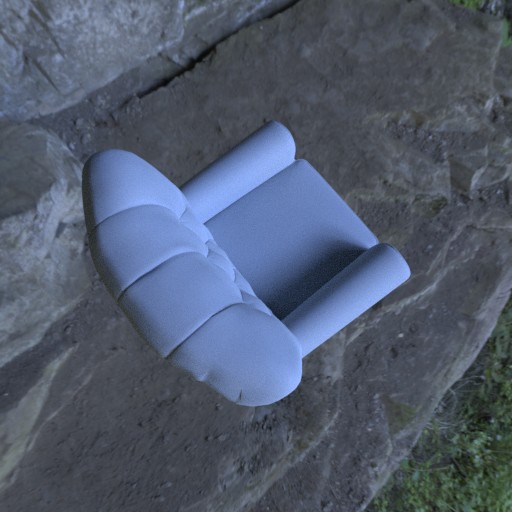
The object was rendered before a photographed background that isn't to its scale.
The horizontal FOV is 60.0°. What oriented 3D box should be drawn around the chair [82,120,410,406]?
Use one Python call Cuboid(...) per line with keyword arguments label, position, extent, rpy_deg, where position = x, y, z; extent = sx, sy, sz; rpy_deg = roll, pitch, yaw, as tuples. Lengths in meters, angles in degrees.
Cuboid(label="chair", position=(0.000, 0.000, 2.055), extent=(1.128, 1.217, 1.090), rpy_deg=(-36, 76, -10))
